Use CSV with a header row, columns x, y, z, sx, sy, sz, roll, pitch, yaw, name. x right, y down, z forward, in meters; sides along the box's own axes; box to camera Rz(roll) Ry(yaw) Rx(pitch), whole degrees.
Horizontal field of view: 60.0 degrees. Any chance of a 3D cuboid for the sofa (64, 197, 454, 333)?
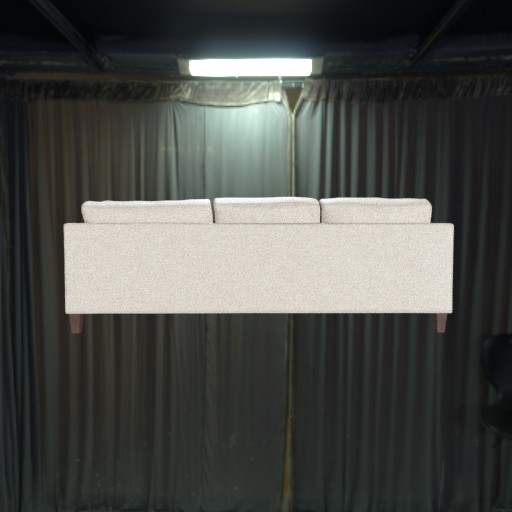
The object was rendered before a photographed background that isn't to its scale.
x,y,z,sx,sy,sz,roll,pitch,yaw,name
0.000,0.000,4.311,2.432,0.863,3.182,0,2,-1,sofa
